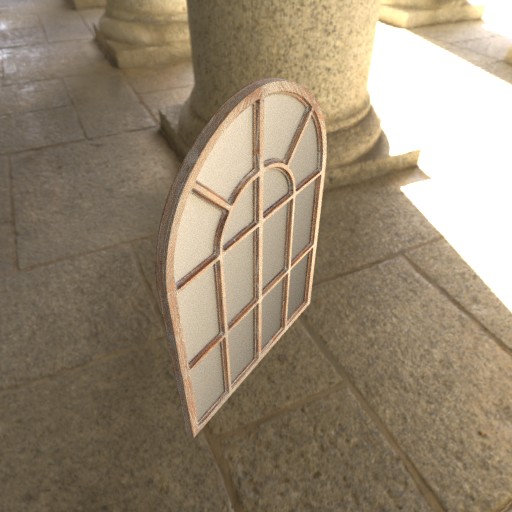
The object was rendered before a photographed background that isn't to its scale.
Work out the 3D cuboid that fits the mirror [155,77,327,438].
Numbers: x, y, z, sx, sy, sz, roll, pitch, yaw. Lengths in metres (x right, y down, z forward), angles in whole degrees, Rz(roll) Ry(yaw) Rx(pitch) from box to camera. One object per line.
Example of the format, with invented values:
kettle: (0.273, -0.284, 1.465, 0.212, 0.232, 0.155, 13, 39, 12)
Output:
mirror: (0.000, 0.000, 1.198, 0.032, 0.920, 0.660, 25, 47, 26)
